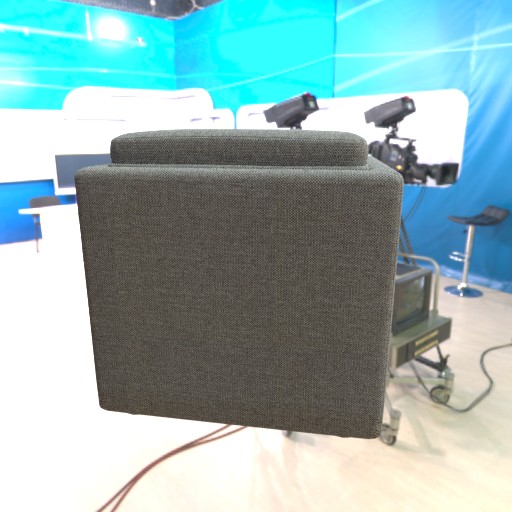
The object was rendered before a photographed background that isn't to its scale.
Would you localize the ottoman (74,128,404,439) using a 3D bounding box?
[{"bbox_3d":[0.000,0.000,0.834,0.450,0.460,0.450,3,16,9],"label":"ottoman"}]
